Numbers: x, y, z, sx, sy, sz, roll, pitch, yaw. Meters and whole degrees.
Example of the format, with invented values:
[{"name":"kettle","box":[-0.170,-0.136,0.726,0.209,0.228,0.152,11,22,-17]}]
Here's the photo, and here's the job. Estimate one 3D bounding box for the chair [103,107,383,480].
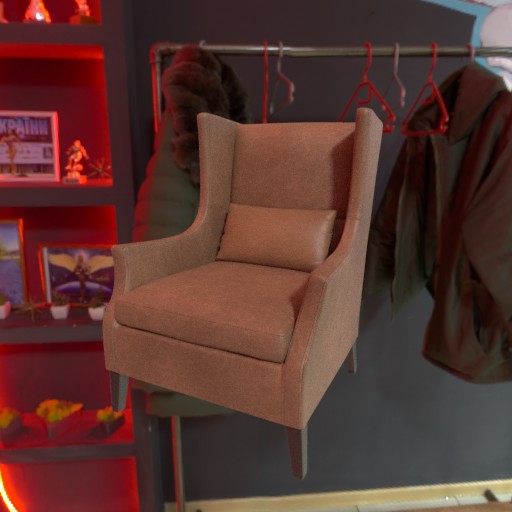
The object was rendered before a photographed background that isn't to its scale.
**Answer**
[{"name":"chair","box":[0.000,0.000,1.711,0.815,1.088,0.913,8,17,26]}]
